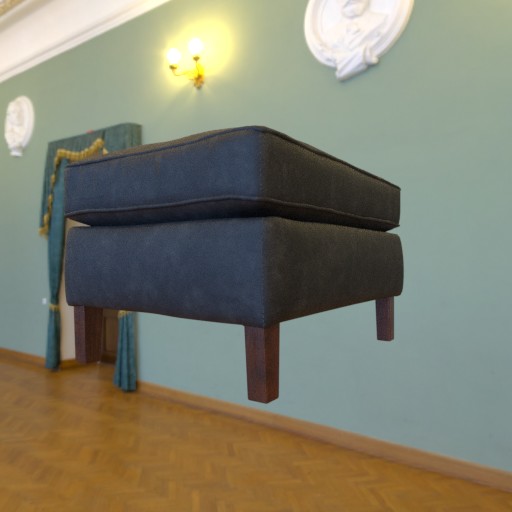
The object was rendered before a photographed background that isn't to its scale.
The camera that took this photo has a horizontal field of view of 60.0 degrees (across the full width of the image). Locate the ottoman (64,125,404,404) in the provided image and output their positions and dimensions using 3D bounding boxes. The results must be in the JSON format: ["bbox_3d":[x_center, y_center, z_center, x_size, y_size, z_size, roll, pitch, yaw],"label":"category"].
[{"bbox_3d":[0.000,0.000,0.981,0.501,0.413,0.665,0,0,34],"label":"ottoman"}]
